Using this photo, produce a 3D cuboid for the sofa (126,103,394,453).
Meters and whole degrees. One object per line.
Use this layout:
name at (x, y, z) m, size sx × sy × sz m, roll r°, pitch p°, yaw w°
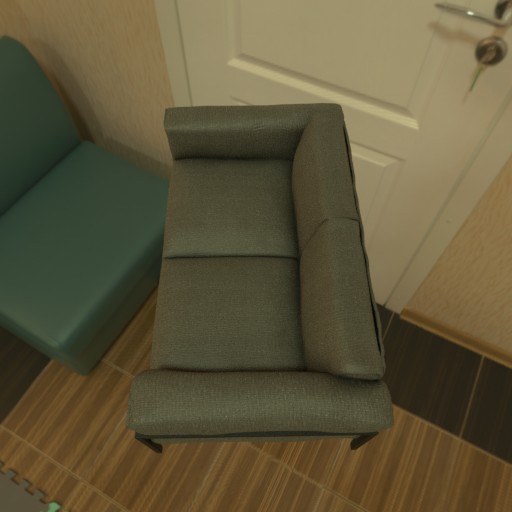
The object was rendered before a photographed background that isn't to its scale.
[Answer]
sofa at (0.000, 0.000, 2.159) m, size 0.960 × 0.656 × 1.690 m, roll -1°, pitch 59°, yaw 0°
